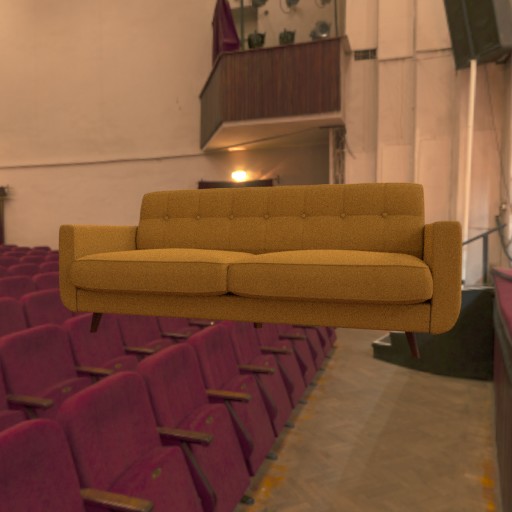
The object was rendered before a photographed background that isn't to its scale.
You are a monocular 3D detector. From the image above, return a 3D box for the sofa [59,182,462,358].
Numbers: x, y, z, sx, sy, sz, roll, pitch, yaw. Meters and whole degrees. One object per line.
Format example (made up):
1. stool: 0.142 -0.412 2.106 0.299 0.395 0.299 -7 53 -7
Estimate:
1. sofa: 0.000 0.000 2.500 2.029 0.841 0.909 1 3 18
